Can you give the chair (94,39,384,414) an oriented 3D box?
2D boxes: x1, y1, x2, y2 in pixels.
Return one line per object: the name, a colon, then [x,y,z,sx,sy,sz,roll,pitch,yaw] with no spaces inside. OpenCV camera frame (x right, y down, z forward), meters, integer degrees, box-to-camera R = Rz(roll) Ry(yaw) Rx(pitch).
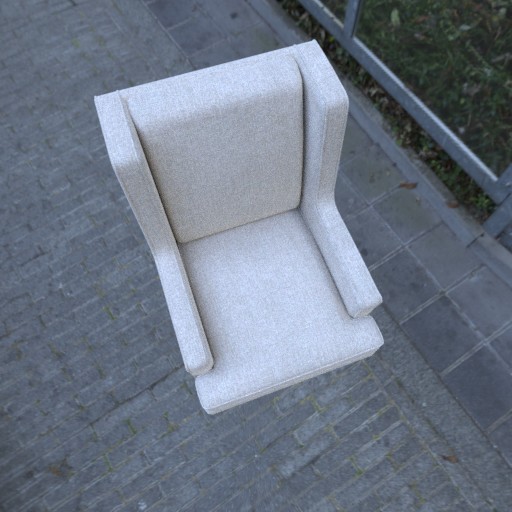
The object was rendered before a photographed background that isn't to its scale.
chair: [0.000,0.000,1.741,0.764,1.082,0.948,-18,67,-8]
